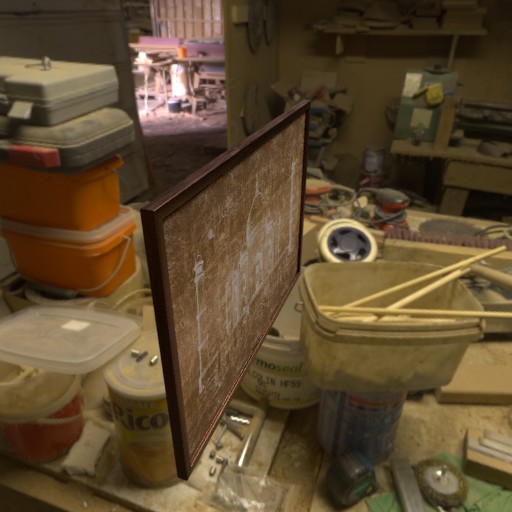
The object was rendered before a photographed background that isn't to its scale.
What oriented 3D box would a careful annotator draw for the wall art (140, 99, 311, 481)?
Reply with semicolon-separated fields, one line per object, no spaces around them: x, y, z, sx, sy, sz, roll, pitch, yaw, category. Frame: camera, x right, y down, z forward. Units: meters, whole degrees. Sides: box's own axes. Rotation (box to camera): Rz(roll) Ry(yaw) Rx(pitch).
0.000;0.000;0.559;0.012;0.304;0.431;11;31;18;wall art
